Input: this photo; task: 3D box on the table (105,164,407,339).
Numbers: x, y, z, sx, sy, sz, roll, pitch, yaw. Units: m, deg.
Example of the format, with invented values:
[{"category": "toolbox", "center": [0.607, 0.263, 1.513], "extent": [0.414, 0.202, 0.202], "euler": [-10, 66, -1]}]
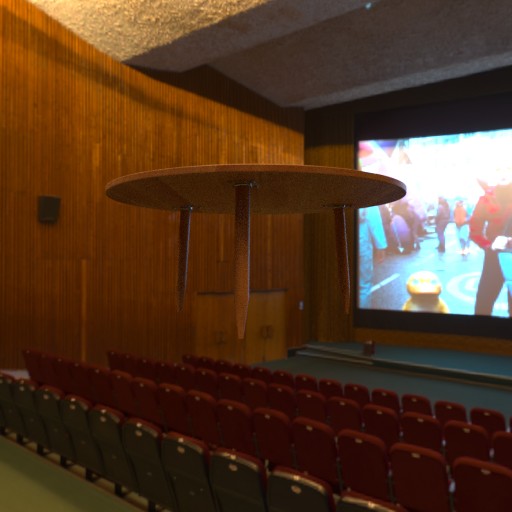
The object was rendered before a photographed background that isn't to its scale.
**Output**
[{"category": "table", "center": [0.000, 0.000, 1.397], "extent": [0.900, 0.400, 0.900], "euler": [0, 0, 0]}]
